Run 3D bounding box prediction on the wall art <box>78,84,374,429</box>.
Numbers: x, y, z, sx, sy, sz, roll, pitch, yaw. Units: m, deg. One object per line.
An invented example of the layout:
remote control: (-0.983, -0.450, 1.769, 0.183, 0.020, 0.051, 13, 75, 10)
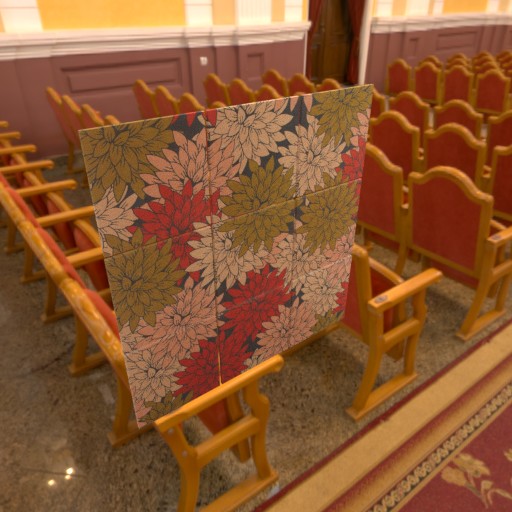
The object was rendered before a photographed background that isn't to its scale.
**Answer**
wall art: (0.000, 0.000, 1.826, 1.206, 1.218, 0.013, -21, 36, -31)
